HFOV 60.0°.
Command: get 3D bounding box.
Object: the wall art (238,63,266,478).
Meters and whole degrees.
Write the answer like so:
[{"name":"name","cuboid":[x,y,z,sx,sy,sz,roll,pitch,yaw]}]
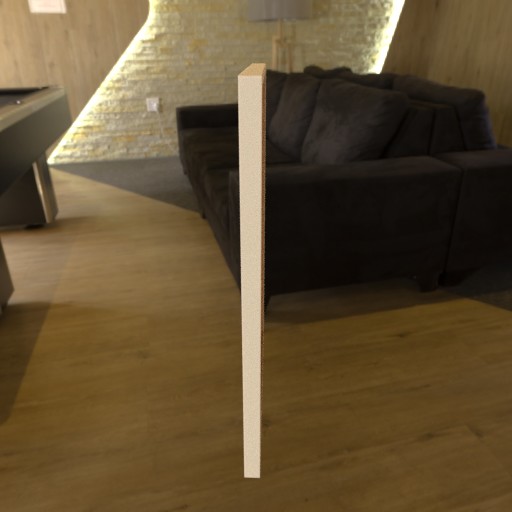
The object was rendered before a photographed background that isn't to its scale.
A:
[{"name":"wall art","cuboid":[0.000,0.000,1.169,0.038,0.914,0.610,1,25,2]}]
